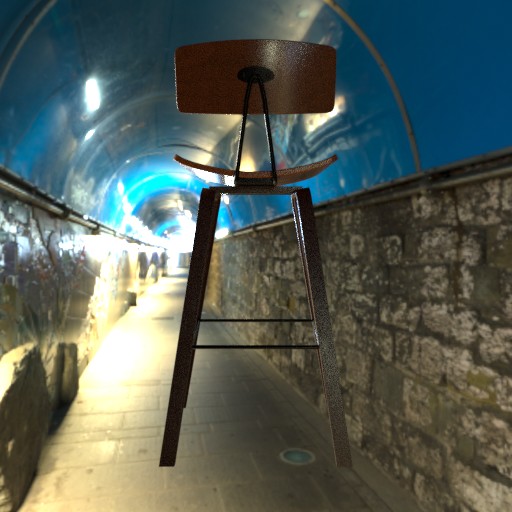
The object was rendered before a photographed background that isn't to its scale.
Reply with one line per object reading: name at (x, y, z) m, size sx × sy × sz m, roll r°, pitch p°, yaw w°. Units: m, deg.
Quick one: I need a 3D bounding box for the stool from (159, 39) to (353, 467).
stool at (0.000, 0.000, 1.209) m, size 0.509 × 0.969 × 0.440 m, roll 0°, pitch 0°, yaw 0°
